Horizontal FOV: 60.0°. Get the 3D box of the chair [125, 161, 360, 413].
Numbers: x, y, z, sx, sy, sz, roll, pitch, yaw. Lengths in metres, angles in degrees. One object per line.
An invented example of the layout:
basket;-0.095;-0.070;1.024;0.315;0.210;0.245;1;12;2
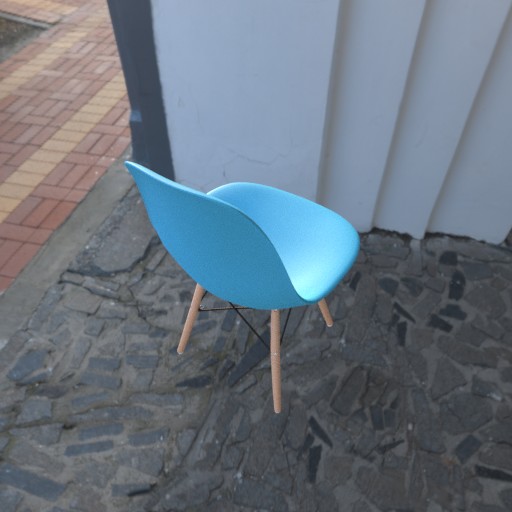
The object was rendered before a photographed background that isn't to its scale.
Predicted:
chair;0.000;0.000;1.162;0.470;0.826;0.531;25;52;21
